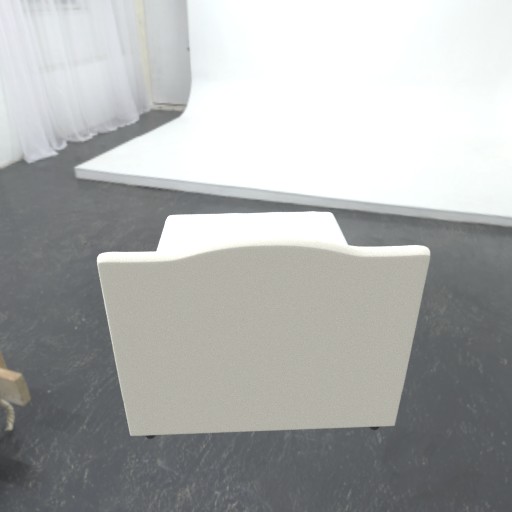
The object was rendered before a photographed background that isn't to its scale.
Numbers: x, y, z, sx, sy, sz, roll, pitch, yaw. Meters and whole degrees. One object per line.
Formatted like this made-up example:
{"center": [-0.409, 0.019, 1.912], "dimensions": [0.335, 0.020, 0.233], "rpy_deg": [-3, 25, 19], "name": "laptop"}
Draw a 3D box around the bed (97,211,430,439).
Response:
{"center": [0.000, 0.000, 3.524], "dimensions": [1.821, 1.436, 2.282], "rpy_deg": [-1, 29, -2], "name": "bed"}
